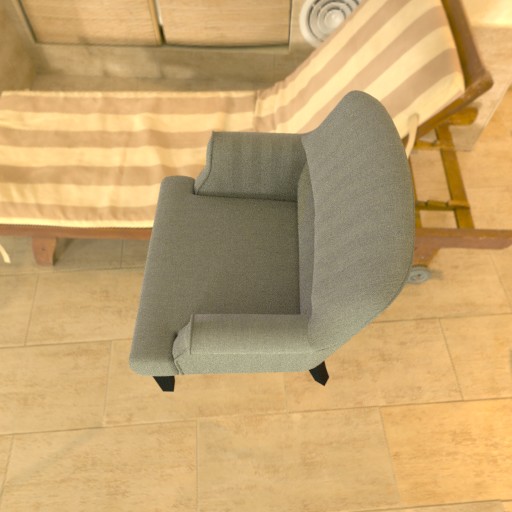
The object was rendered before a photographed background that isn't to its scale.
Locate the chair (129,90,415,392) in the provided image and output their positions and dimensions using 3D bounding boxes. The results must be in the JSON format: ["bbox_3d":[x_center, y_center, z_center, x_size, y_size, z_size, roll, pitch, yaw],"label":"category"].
[{"bbox_3d":[0.000,0.000,1.445,0.755,0.880,0.772,1,59,1],"label":"chair"}]
